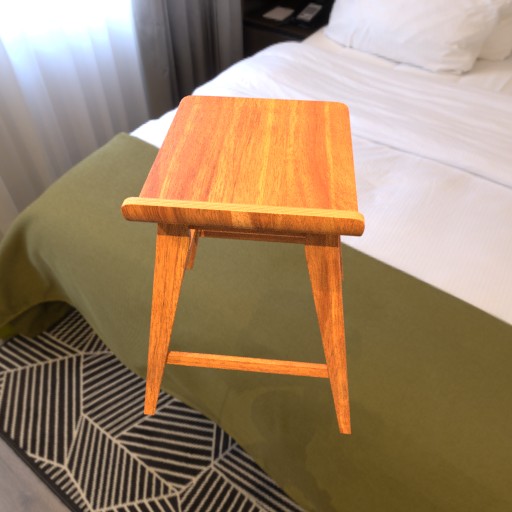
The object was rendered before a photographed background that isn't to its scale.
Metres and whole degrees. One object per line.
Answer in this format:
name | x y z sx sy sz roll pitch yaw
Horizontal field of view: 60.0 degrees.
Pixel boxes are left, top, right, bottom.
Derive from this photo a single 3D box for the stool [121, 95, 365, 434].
stool | 0.000 0.000 1.001 0.500 0.650 0.500 4 47 4
